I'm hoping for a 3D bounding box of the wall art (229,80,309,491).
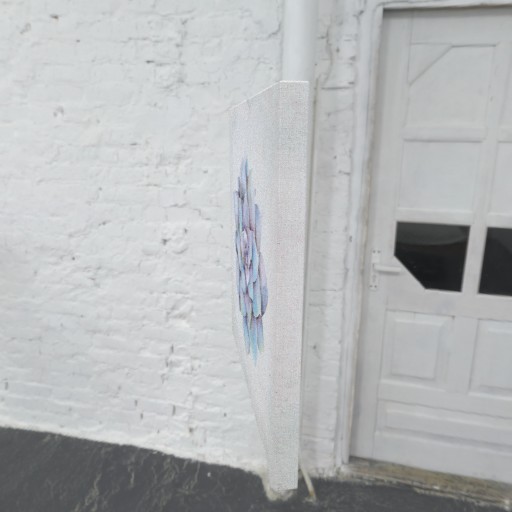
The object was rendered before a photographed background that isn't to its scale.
[{"bbox_3d":[0.000,0.000,0.919,0.040,0.612,0.612,-2,15,-9],"label":"wall art"}]
